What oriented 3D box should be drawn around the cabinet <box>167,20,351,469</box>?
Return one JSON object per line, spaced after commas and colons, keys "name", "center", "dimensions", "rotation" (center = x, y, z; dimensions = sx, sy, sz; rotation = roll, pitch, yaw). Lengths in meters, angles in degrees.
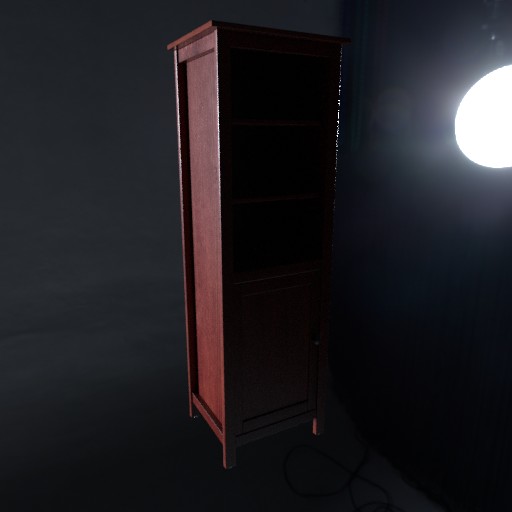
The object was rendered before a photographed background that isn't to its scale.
{"name": "cabinet", "center": [0.000, 0.000, 1.715], "dimensions": [0.500, 1.518, 0.401], "rotation": [-8, 17, -27]}
